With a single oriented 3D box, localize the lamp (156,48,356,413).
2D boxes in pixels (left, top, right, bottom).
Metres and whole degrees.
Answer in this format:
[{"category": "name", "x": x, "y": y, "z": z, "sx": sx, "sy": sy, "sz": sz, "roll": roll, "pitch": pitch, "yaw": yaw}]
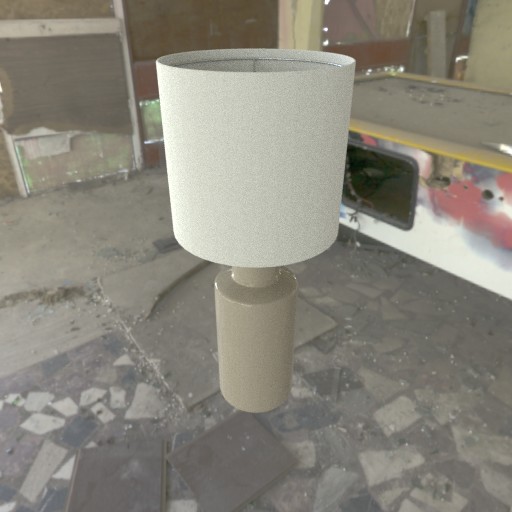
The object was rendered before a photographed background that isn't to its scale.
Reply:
[{"category": "lamp", "x": 0.000, "y": 0.000, "z": 0.602, "sx": 0.212, "sy": 0.493, "sz": 0.212, "roll": -1, "pitch": 30, "yaw": -1}]
